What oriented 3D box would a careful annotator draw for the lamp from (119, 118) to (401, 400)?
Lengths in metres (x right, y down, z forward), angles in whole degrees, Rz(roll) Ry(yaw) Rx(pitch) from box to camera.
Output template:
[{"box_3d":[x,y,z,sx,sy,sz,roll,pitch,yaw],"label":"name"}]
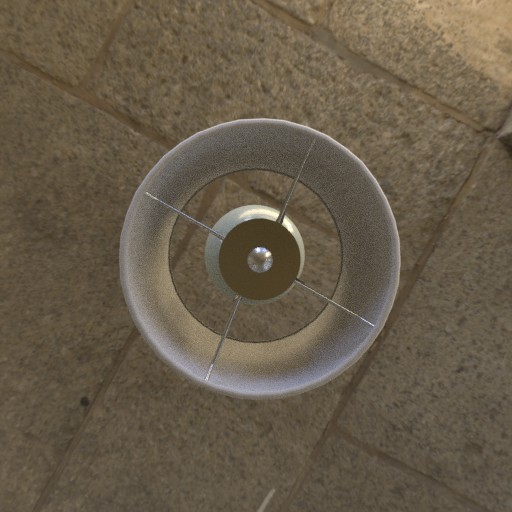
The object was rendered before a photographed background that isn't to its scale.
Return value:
[{"box_3d":[0.000,0.000,0.490,0.201,0.353,0.201,0,91,-1],"label":"lamp"}]
